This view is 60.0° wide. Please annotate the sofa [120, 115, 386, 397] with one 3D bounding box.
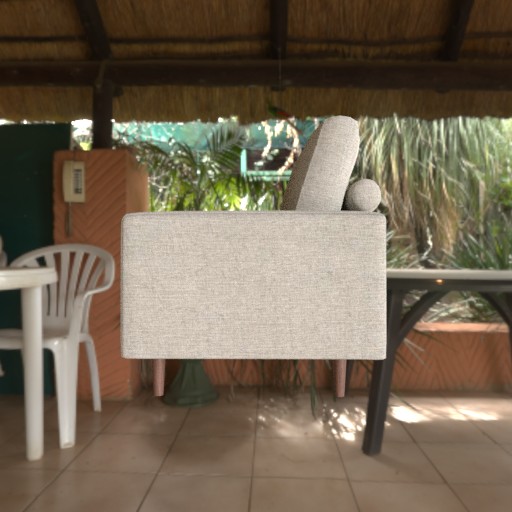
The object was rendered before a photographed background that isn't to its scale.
[{"bbox_3d":[0.000,0.000,1.986,0.842,0.907,1.407,0,0,1],"label":"sofa"}]
